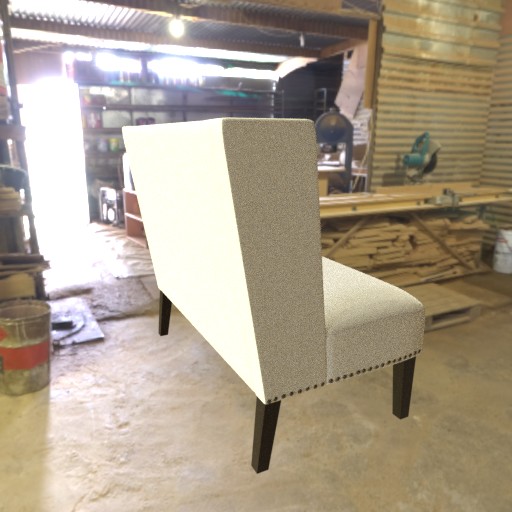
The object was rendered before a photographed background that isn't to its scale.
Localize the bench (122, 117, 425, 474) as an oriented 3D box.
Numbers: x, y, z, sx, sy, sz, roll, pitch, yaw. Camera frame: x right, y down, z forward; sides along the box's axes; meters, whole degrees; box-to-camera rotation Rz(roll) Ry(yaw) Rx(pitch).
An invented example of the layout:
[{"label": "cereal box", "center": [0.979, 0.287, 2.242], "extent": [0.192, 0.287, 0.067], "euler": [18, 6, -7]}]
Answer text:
[{"label": "bench", "center": [0.000, 0.000, 1.974], "extent": [0.847, 1.123, 1.280], "euler": [-8, 17, -26]}]
